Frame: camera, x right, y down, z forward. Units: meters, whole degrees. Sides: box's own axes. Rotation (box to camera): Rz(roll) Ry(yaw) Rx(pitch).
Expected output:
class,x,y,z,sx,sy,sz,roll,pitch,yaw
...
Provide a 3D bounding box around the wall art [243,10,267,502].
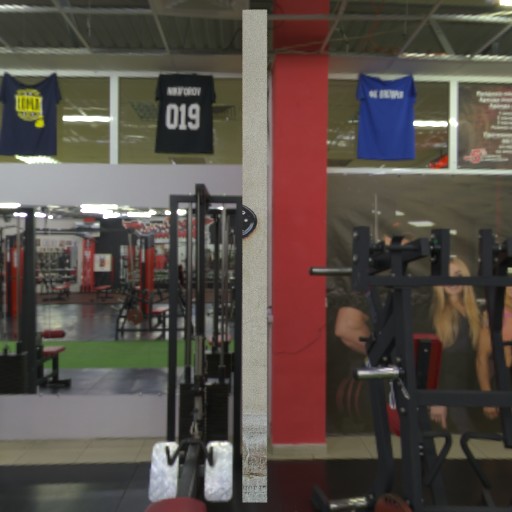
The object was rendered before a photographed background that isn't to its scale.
class,x,y,z,sx,sy,sz,roll,pitch,yaw
wall art,0.000,0.000,0.941,0.038,0.764,0.508,0,0,0
